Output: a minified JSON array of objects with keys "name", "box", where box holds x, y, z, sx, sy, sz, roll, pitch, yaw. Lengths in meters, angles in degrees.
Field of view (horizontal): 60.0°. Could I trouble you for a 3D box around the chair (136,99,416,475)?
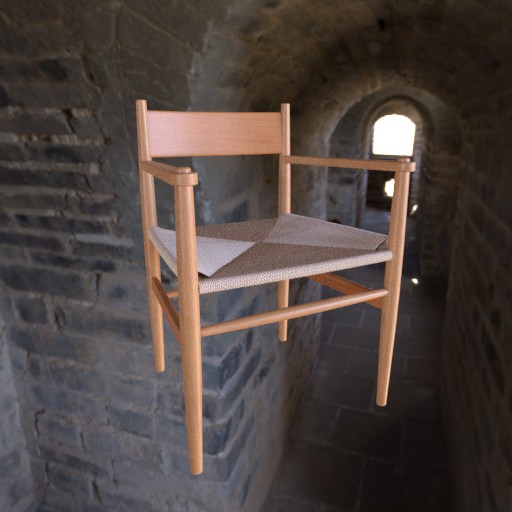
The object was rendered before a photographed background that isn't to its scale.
[{"name":"chair","box":[0.000,0.000,1.129,0.556,0.762,0.495,-8,18,-26]}]
